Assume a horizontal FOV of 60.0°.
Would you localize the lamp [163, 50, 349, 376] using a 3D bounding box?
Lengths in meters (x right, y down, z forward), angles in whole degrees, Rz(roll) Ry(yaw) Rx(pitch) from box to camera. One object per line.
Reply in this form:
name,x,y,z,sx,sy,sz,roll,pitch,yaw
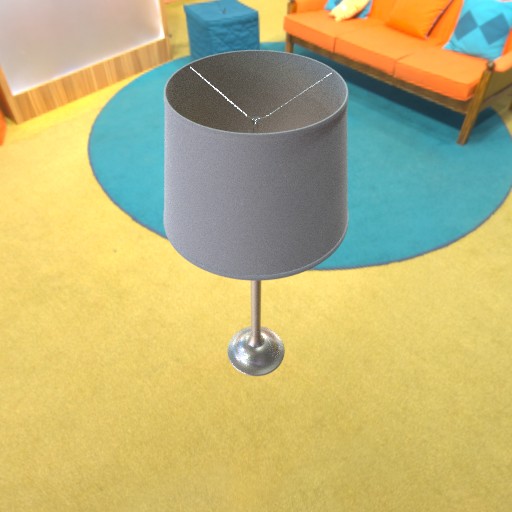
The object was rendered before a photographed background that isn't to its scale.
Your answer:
lamp,0.000,0.000,0.884,0.331,0.698,0.331,0,46,0
